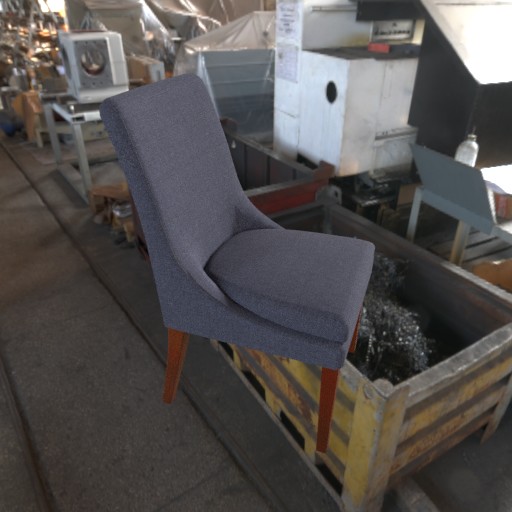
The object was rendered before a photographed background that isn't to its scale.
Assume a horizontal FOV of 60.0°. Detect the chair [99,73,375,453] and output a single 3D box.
[{"bbox_3d":[0.000,0.000,1.345,0.655,0.952,0.508,11,33,18],"label":"chair"}]
